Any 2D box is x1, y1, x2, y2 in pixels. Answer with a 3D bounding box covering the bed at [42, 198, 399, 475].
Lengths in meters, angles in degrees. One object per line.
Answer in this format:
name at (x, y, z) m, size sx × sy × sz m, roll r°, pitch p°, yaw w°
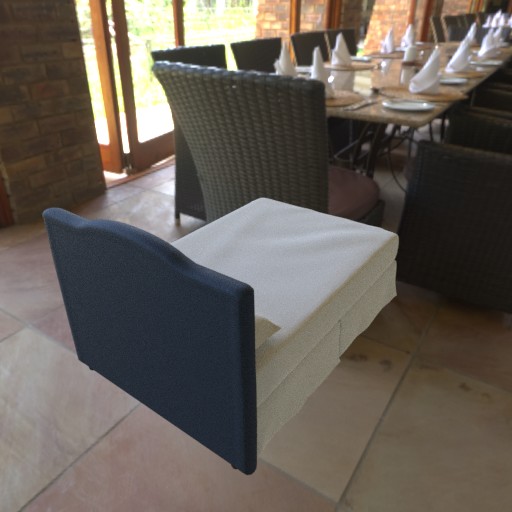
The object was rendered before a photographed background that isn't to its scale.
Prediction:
bed at (0.000, 0.000, 3.650) m, size 1.741 × 1.441 × 2.507 m, roll 20°, pitch 35°, yaw 31°
